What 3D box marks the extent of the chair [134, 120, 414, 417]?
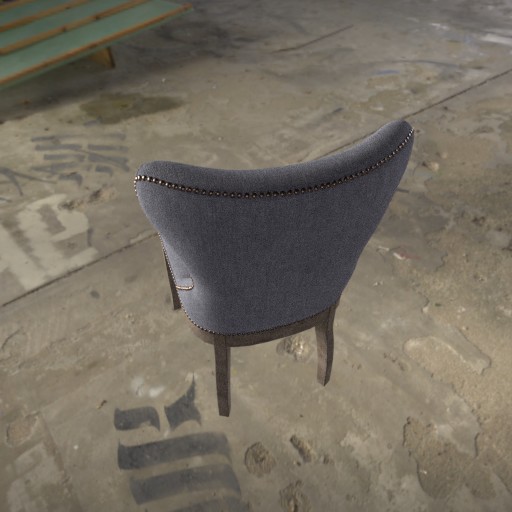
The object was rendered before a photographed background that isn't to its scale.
[{"bbox_3d":[0.000,0.000,1.419,0.654,1.002,0.681,-13,44,-14],"label":"chair"}]
